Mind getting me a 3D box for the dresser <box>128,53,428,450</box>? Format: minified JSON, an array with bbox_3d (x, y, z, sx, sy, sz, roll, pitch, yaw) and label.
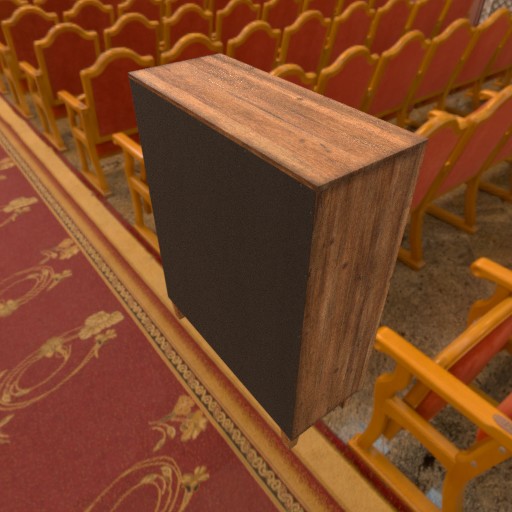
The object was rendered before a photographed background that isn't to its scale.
[{"bbox_3d":[0.000,0.000,1.924,0.438,1.359,1.067,-26,46,-28],"label":"dresser"}]
